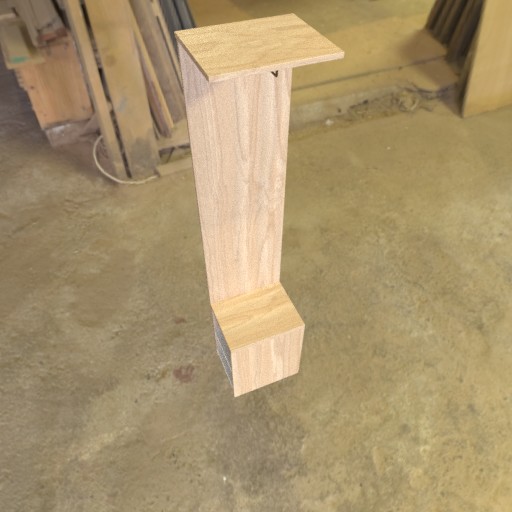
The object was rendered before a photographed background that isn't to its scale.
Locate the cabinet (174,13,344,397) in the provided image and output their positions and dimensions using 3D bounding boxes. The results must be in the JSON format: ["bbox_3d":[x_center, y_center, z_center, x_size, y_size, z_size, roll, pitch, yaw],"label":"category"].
[{"bbox_3d":[0.000,0.000,2.010,0.411,1.879,0.338,-17,49,-15],"label":"cabinet"}]
